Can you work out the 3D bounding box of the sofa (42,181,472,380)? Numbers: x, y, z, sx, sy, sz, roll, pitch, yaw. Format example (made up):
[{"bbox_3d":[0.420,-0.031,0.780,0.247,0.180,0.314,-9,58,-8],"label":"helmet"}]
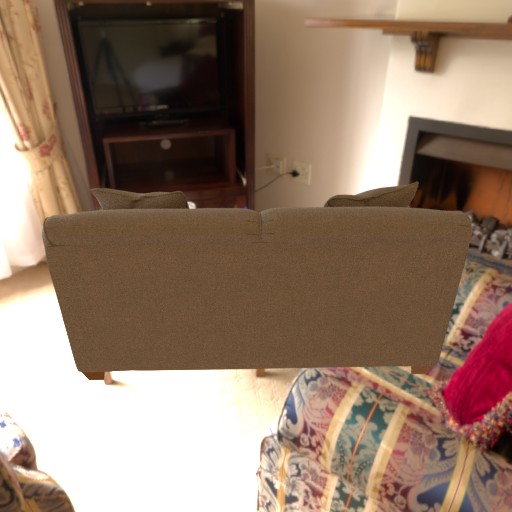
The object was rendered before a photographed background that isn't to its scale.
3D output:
[{"bbox_3d":[0.000,0.000,2.469,1.846,0.958,1.000,-1,30,-1],"label":"sofa"}]
